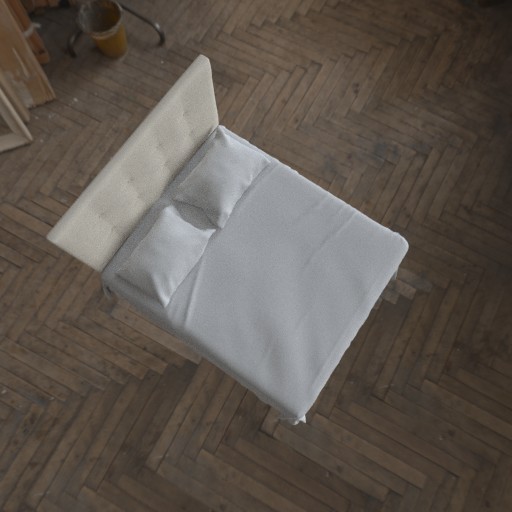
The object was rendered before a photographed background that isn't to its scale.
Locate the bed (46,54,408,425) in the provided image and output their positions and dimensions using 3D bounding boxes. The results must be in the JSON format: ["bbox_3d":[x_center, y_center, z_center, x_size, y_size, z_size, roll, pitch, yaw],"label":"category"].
[{"bbox_3d":[0.000,0.000,3.502,2.222,1.577,1.936,34,78,8],"label":"bed"}]
